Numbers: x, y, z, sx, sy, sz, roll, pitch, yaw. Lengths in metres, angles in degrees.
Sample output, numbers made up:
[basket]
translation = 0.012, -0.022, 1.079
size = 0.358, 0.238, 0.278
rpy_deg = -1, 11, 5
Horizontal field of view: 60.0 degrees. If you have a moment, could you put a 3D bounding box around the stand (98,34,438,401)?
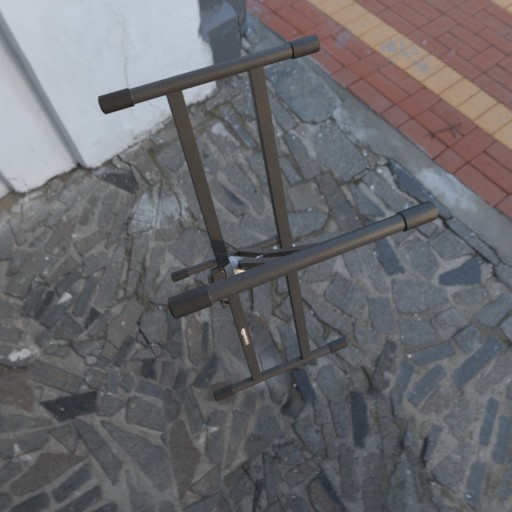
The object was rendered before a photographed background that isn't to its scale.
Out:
[stand]
translation = 0.000, 0.000, 1.224
size = 0.495, 0.900, 0.503
rpy_deg = -20, 66, -10
